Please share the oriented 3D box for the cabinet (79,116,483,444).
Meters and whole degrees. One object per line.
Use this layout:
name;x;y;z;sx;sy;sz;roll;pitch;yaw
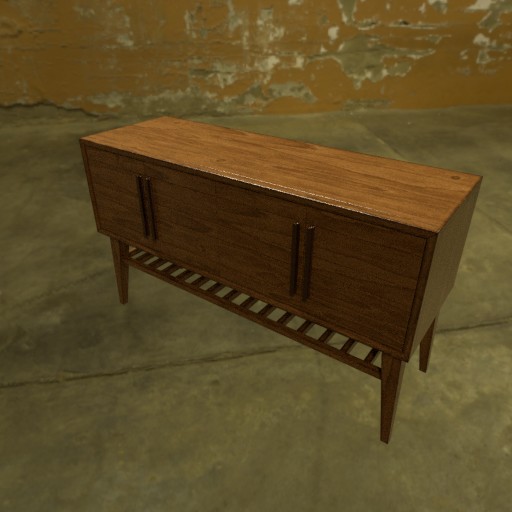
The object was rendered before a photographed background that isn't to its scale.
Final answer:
cabinet;0.000;0.000;1.729;1.363;0.802;0.477;20;36;30
